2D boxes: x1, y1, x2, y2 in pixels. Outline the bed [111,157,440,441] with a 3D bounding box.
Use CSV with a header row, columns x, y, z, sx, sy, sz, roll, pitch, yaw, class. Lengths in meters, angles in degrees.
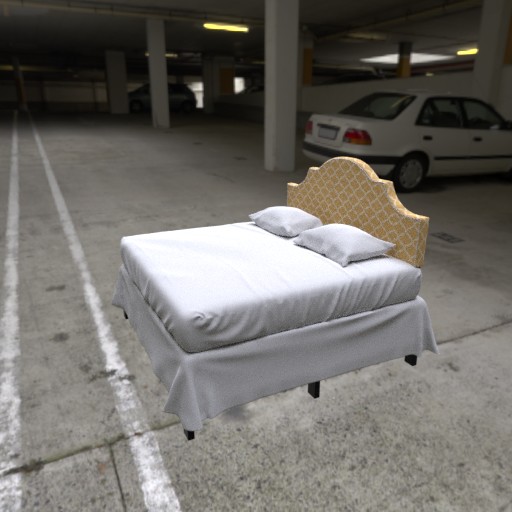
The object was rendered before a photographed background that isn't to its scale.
x,y,z,sx,sy,sz,roll,pitch,yaw,class
0.000,0.000,3.855,2.222,1.601,2.314,-9,20,-26,bed
